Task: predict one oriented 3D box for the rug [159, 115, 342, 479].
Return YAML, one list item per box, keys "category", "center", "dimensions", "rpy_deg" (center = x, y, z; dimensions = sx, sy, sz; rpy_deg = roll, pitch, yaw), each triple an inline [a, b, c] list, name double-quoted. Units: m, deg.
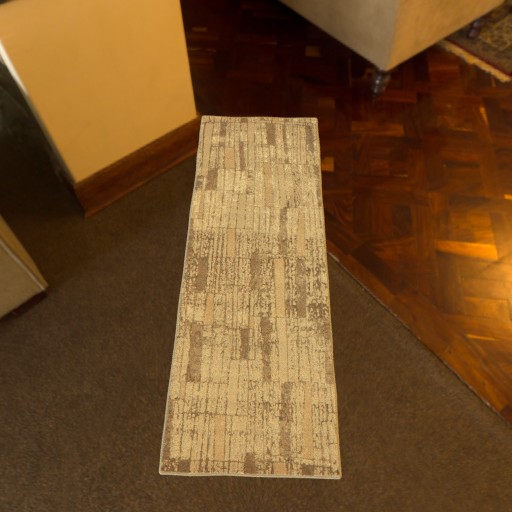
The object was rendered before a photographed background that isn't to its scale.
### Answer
- category: "rug"
  center: [0.000, 0.000, 2.659]
  dimensions: [0.857, 0.018, 2.383]
  rpy_deg: [1, 59, 1]
